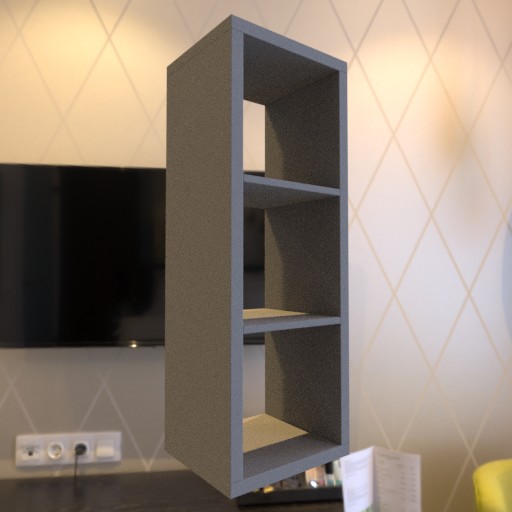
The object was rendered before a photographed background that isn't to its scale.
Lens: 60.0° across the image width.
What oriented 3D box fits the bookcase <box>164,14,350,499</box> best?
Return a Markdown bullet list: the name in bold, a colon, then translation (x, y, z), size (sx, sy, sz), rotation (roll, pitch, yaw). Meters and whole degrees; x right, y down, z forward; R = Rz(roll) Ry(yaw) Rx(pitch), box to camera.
- **bookcase**: translation (0.000, 0.000, 1.234), size (0.390, 1.080, 0.330), rotation (1, -2, -37)
